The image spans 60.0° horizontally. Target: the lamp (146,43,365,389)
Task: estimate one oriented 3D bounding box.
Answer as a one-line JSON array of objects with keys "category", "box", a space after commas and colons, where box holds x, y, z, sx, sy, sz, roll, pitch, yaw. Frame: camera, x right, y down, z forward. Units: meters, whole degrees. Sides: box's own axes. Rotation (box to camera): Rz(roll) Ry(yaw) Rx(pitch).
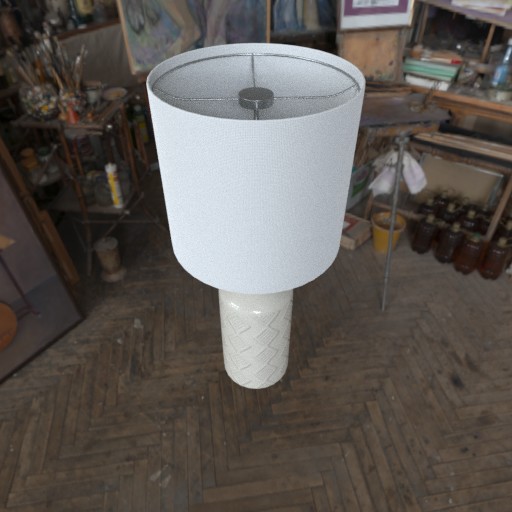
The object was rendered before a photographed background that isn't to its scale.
[{"category": "lamp", "box": [0.000, 0.000, 0.576, 0.207, 0.461, 0.207, -2, 41, -2]}]
